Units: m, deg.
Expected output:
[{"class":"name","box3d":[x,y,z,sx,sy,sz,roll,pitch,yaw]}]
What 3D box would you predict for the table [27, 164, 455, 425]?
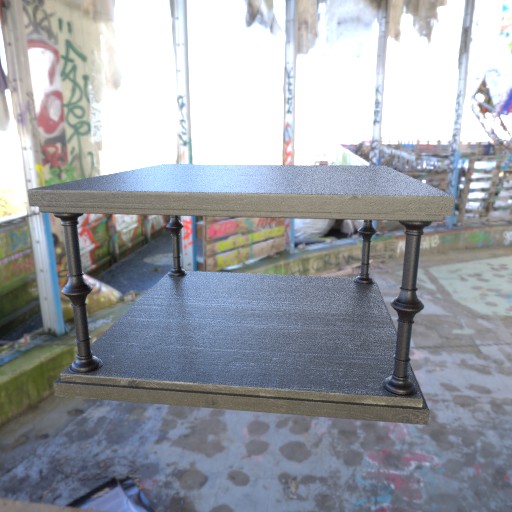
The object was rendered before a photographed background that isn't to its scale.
[{"class":"table","box3d":[0.000,0.000,1.098,0.696,0.400,0.696,2,15,7]}]
